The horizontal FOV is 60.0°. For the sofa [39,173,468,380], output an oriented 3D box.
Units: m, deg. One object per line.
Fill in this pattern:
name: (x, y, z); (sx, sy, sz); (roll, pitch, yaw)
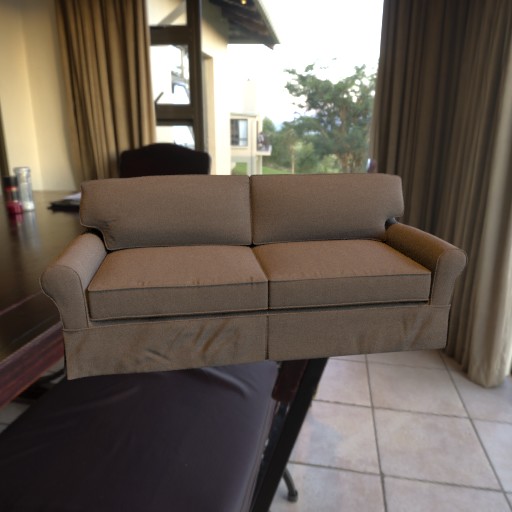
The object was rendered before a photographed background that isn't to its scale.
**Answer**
sofa: (0.000, 0.000, 2.729); (2.248, 0.943, 0.991); (-2, 16, -8)
